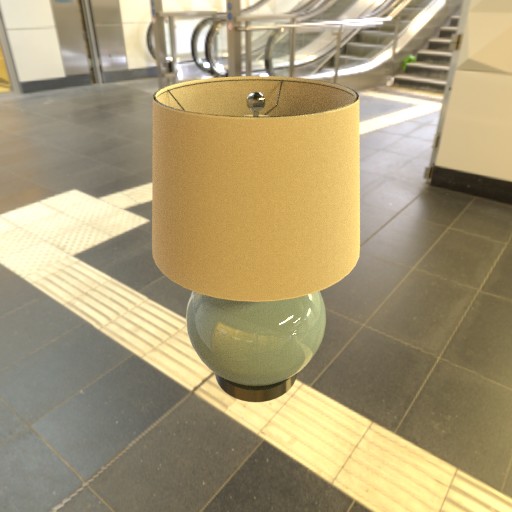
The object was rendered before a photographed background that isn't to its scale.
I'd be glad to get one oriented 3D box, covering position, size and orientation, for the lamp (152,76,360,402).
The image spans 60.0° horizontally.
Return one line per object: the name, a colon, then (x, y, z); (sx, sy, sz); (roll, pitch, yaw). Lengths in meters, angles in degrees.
lamp: (0.000, 0.000, 0.548); (0.247, 0.387, 0.247); (0, 31, 0)
